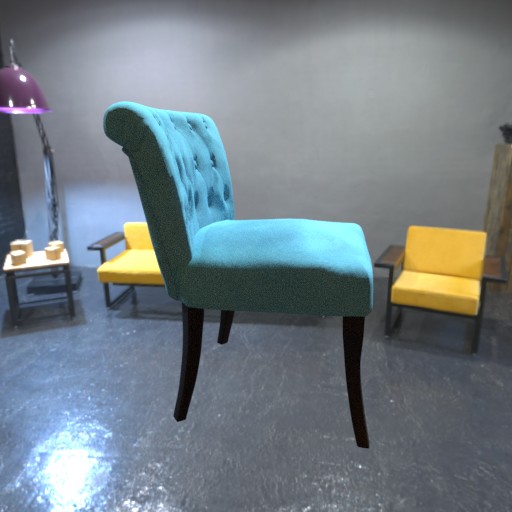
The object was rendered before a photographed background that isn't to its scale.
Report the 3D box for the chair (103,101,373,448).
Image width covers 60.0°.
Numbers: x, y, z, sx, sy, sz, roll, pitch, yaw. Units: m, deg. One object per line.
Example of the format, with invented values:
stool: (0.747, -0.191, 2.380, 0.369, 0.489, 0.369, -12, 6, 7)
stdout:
chair: (0.000, 0.000, 1.181, 0.605, 0.750, 0.582, 3, 15, 10)
